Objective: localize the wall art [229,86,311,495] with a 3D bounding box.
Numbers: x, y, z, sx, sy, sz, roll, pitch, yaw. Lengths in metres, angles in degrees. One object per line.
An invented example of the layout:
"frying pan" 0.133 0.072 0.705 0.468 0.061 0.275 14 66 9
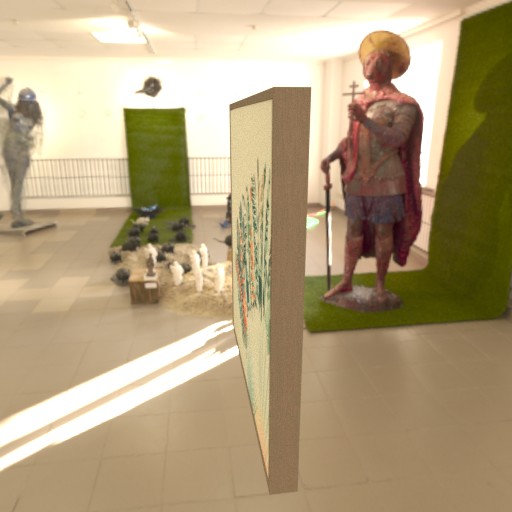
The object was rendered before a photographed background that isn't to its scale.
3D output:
"wall art" 0.000 0.000 0.756 0.038 0.506 0.508 -2 17 -8
